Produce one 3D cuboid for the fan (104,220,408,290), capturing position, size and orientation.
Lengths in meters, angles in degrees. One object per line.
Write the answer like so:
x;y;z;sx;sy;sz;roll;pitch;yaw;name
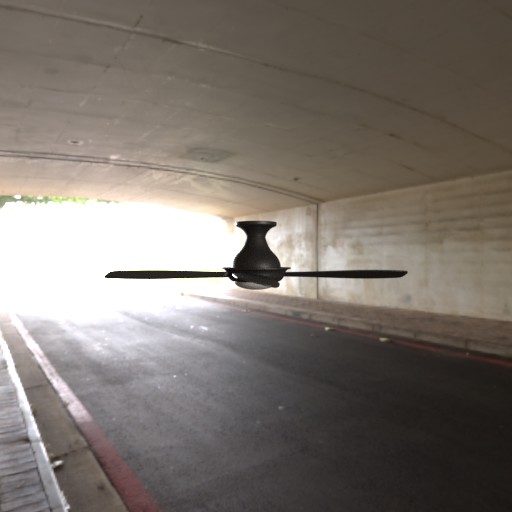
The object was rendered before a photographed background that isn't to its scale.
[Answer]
0.000;0.000;2.511;1.694;0.382;1.694;0;0;0;fan
